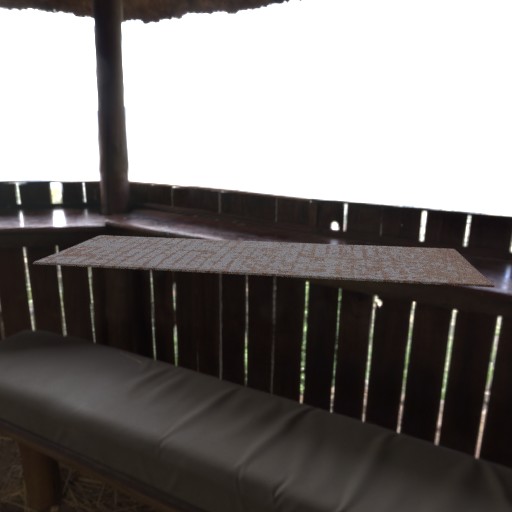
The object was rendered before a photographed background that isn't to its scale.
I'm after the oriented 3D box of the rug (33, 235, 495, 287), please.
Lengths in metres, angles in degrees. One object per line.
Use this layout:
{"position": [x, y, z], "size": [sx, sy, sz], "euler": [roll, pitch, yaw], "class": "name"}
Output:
{"position": [0.000, 0.000, 2.661], "size": [2.435, 0.011, 0.750], "euler": [2, 15, 9], "class": "rug"}
